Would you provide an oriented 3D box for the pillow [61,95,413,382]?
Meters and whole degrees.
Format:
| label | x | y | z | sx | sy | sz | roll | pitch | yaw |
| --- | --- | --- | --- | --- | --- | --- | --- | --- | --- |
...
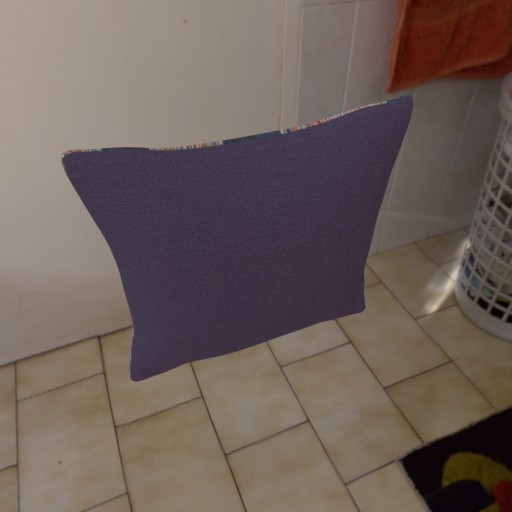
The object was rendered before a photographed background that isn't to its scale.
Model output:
| label | x | y | z | sx | sy | sz | roll | pitch | yaw |
| --- | --- | --- | --- | --- | --- | --- | --- | --- | --- |
| pillow | 0.000 | 0.000 | 0.647 | 0.437 | 0.419 | 0.136 | -14 | 44 | -15 |
